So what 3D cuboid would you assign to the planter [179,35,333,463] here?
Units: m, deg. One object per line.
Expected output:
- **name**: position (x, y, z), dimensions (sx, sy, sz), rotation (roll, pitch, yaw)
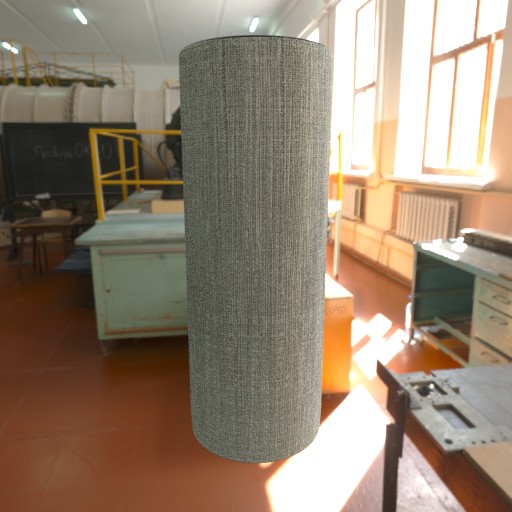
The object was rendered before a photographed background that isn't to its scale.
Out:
- **planter**: position (0.000, 0.000, 0.319), dimensions (0.100, 0.270, 0.100), rotation (6, 14, 26)
